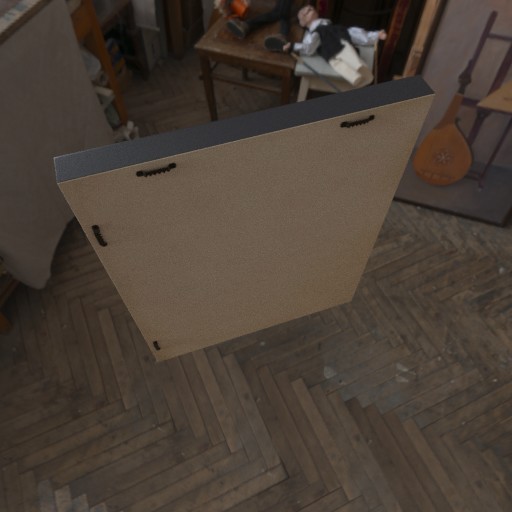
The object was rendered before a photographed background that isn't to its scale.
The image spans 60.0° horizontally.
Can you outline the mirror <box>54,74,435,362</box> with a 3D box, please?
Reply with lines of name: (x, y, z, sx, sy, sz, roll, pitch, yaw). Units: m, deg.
mirror: (0.000, 0.000, 0.673, 0.405, 0.508, 0.041, -16, 59, -10)
